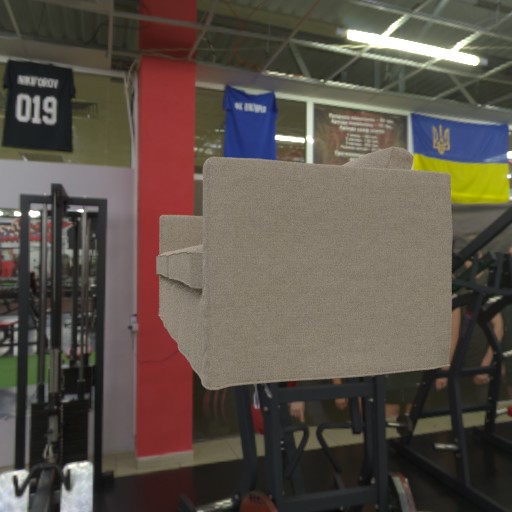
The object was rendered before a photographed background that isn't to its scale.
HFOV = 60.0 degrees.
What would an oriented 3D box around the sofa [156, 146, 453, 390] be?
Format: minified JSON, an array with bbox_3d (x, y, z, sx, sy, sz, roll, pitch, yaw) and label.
[{"bbox_3d":[0.000,0.000,2.428,0.956,0.847,1.987,0,-1,-17],"label":"sofa"}]
